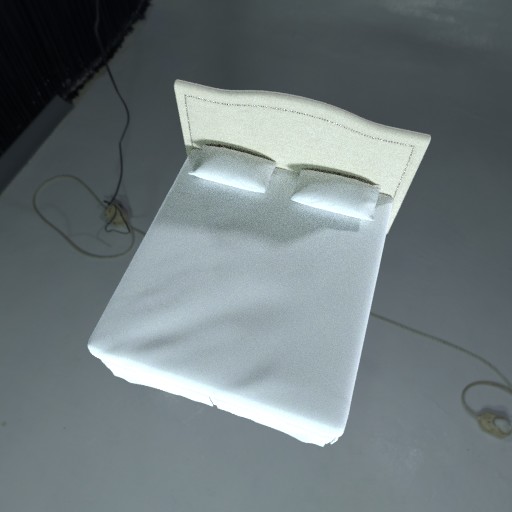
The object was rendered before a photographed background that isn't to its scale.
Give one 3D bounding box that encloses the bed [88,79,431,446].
[{"bbox_3d":[0.000,0.000,3.497,2.083,1.421,2.182,16,60,9],"label":"bed"}]
